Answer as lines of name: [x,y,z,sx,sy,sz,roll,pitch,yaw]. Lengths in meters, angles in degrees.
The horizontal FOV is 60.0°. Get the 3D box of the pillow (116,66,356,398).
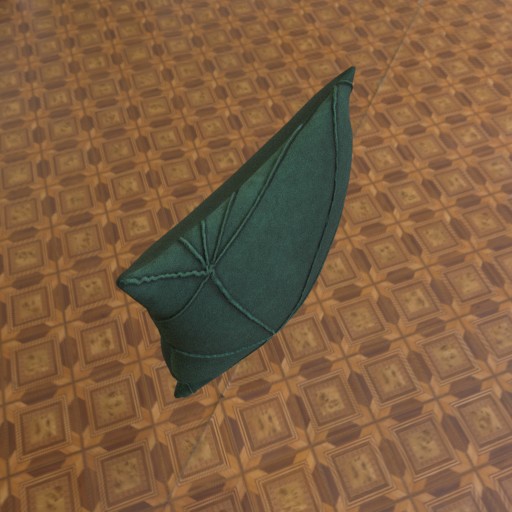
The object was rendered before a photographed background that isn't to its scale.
pillow: [0.000,0.000,0.692,0.184,0.440,0.439,34,65,19]
